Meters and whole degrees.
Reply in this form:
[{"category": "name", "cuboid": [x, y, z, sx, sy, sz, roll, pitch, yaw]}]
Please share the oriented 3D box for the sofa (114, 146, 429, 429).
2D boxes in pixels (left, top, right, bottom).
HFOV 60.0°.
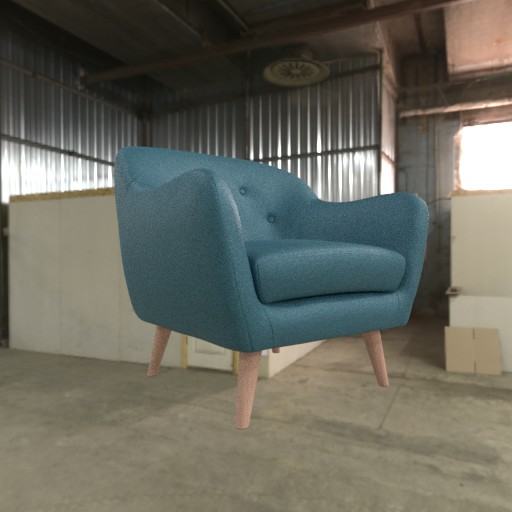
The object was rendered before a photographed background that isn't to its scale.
[{"category": "sofa", "cuboid": [0.000, 0.000, 1.490, 0.836, 0.817, 0.825, -1, 2, -36]}]
